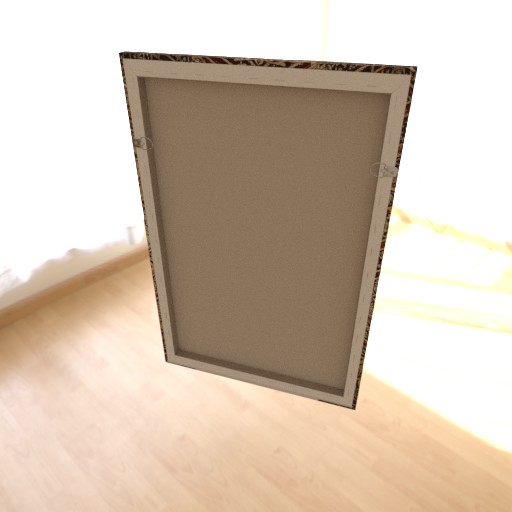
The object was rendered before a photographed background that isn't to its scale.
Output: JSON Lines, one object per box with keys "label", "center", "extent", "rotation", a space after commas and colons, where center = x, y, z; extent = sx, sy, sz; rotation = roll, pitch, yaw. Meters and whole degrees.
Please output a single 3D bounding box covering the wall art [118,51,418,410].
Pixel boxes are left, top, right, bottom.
{"label": "wall art", "center": [0.000, 0.000, 0.729], "extent": [0.397, 0.599, 0.020], "rotation": [10, 34, 15]}
